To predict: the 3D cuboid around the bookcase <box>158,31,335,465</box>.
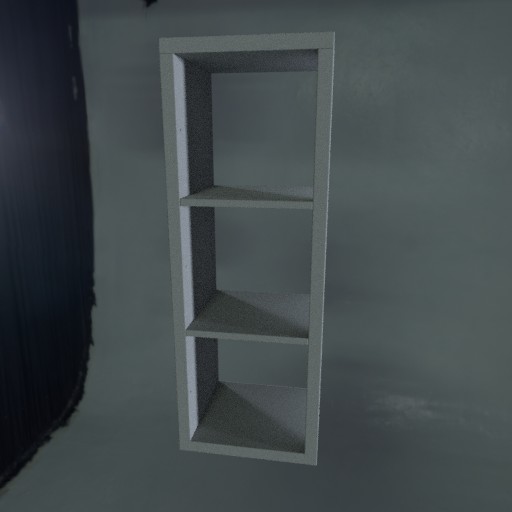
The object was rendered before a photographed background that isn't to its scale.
[{"bbox_3d":[0.000,0.000,1.258,0.390,1.080,0.330,2,15,9],"label":"bookcase"}]
